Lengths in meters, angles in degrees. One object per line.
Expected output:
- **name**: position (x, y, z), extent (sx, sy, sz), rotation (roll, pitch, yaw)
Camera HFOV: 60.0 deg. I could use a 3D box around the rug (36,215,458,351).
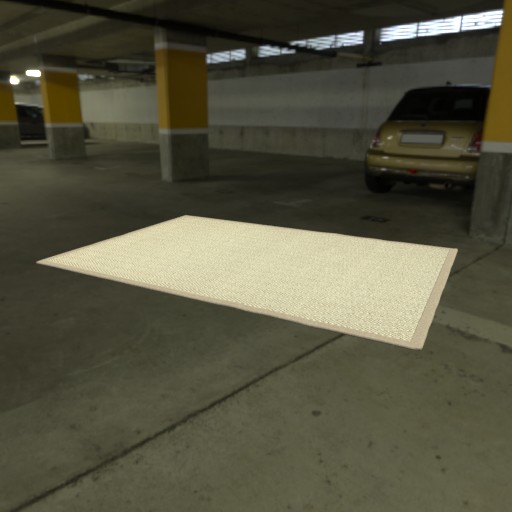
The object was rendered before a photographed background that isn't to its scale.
- **rug**: position (0.000, 0.000, 2.887), extent (2.290, 0.021, 1.540), rotation (9, 20, 27)
